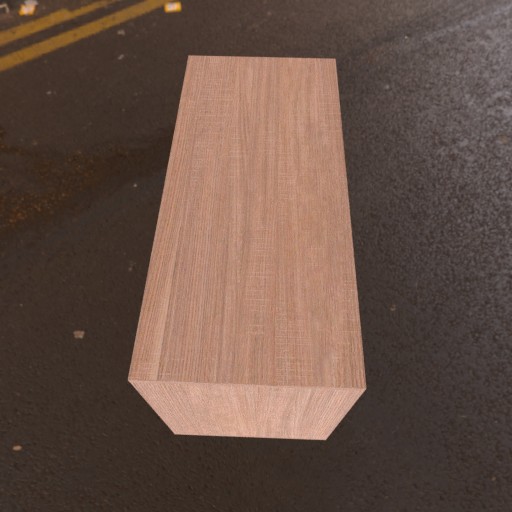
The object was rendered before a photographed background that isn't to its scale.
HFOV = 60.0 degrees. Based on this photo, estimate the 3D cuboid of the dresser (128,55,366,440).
[{"bbox_3d":[0.000,0.000,1.550,0.500,0.780,1.110,2,58,1],"label":"dresser"}]
